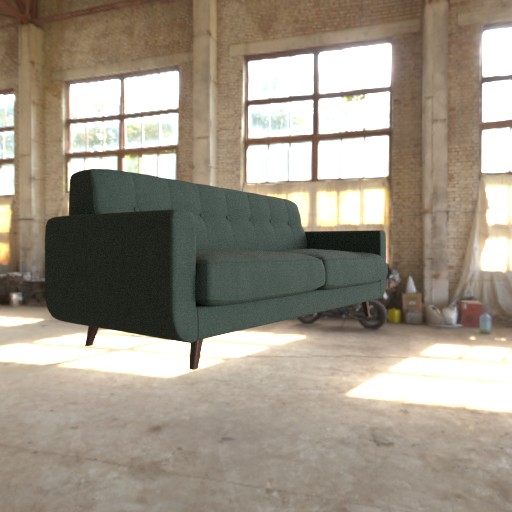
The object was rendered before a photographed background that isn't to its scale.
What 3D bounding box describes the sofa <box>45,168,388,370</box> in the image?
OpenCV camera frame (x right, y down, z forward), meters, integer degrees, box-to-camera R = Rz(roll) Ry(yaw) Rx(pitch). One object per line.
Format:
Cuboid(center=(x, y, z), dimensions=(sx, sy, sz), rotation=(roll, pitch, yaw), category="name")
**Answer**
Cuboid(center=(0.000, 0.000, 2.562), dimensions=(0.909, 0.841, 2.029), rotation=(1, 1, 37), category="sofa")
